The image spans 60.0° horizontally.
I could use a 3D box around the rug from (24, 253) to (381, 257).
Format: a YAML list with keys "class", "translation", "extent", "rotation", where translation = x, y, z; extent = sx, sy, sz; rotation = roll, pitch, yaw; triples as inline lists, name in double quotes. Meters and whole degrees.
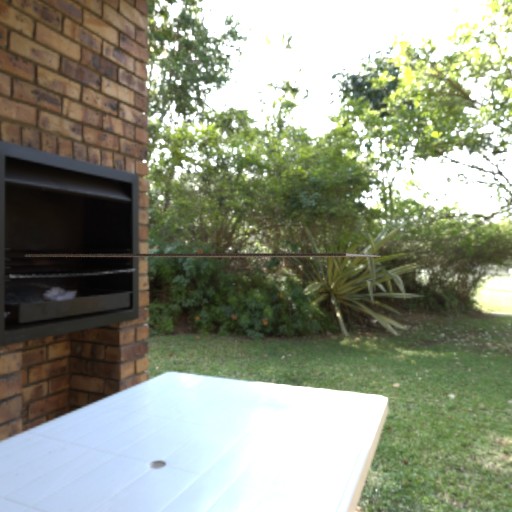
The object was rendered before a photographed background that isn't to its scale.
- class: "rug"
  translation: [0.000, 0.000, 3.039]
  extent: [1.524, 0.012, 2.438]
  rotation: [0, 0, 19]
